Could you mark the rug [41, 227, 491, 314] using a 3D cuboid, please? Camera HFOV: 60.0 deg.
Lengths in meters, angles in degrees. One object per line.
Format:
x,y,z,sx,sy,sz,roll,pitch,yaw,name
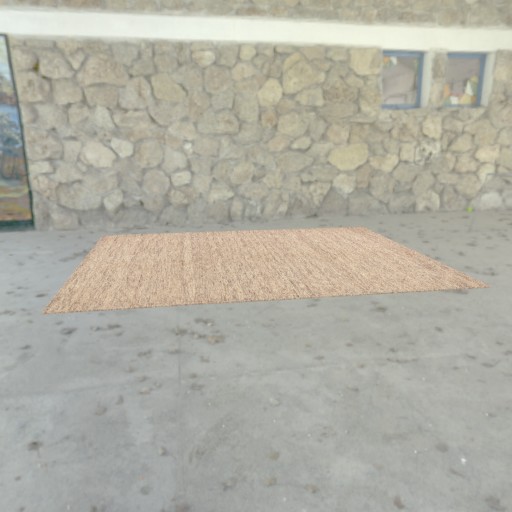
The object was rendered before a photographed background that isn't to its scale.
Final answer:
0.000,0.000,4.260,3.205,0.013,2.448,-2,15,-9,rug
